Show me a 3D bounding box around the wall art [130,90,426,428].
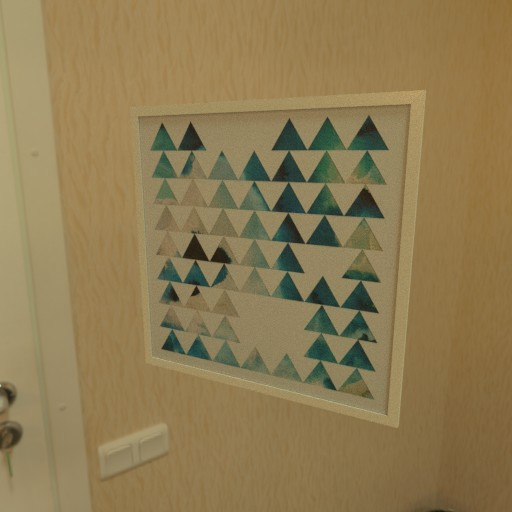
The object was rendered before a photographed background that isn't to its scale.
[{"bbox_3d":[0.000,0.000,0.836,0.557,0.557,0.012,6,15,26],"label":"wall art"}]
